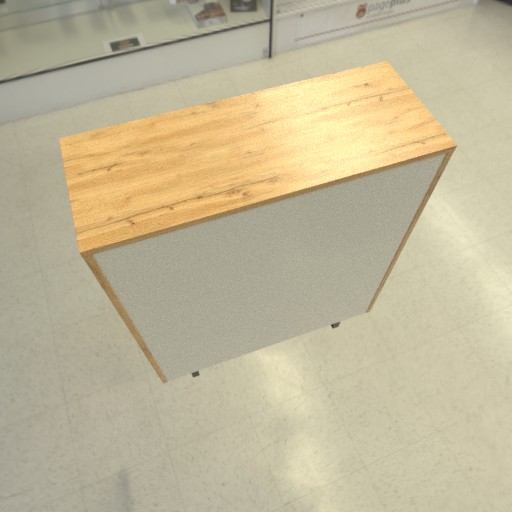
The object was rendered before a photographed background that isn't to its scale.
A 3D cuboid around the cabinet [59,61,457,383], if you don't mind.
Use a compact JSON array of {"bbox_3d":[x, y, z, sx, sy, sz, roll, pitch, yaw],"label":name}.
[{"bbox_3d":[0.000,0.000,1.991,1.168,1.397,0.473,-17,60,-10],"label":"cabinet"}]
